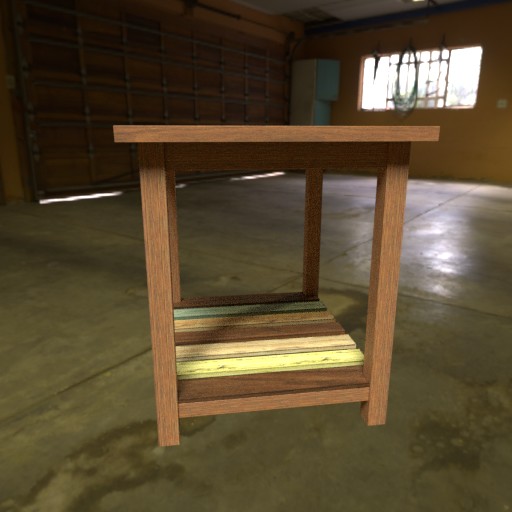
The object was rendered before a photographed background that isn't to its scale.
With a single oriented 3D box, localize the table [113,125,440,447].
[{"bbox_3d":[0.000,0.000,1.144,0.559,0.635,0.660,-2,16,-8],"label":"table"}]
